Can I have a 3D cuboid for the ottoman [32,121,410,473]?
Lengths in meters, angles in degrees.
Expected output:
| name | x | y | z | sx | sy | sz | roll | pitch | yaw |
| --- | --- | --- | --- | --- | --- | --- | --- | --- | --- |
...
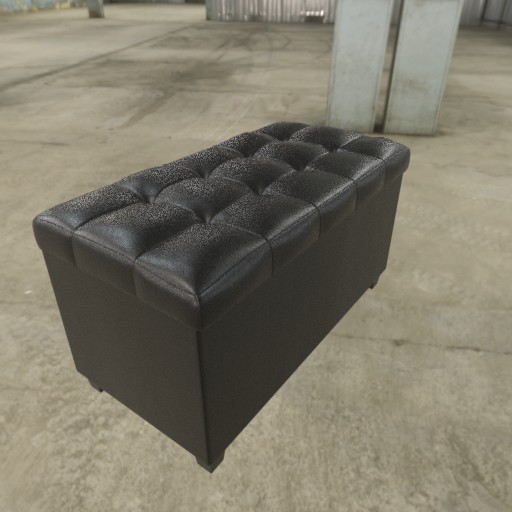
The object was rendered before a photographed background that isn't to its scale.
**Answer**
| name | x | y | z | sx | sy | sz | roll | pitch | yaw |
| --- | --- | --- | --- | --- | --- | --- | --- | --- | --- |
| ottoman | 0.000 | 0.000 | 1.089 | 0.432 | 0.470 | 0.838 | 21 | 37 | 30 |
